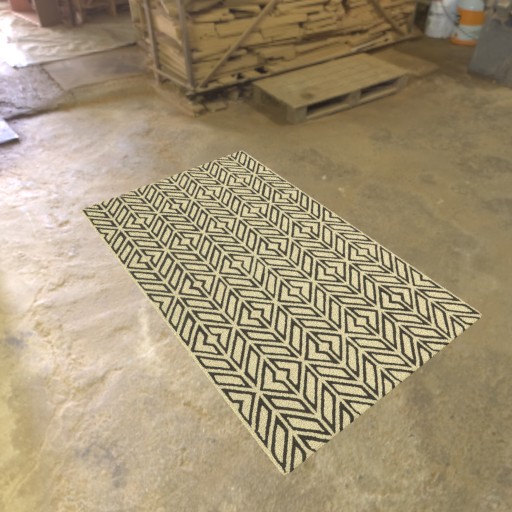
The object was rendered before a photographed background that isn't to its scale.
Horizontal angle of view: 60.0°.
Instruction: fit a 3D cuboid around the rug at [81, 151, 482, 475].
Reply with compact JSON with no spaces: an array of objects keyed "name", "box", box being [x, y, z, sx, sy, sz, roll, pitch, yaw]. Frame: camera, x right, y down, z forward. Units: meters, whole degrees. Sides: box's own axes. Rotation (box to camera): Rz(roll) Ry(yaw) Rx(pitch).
[{"name":"rug","box":[0.000,0.000,2.991,1.523,0.008,2.438,-27,49,-26]}]
